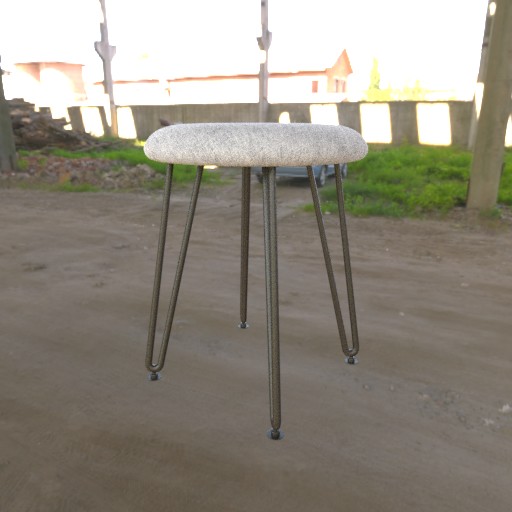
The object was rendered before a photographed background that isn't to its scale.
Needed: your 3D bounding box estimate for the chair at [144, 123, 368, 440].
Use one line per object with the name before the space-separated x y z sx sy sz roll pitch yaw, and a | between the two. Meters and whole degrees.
chair | 0.000 0.000 0.671 0.350 0.386 0.350 -3 17 -8
